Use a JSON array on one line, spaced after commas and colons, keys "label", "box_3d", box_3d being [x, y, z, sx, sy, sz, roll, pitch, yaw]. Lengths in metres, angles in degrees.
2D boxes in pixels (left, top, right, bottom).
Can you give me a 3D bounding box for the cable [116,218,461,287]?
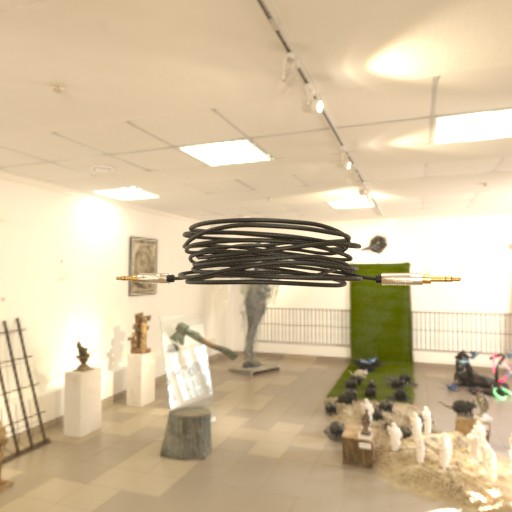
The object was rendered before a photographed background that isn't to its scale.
[{"label": "cable", "box_3d": [0.000, 0.000, 0.502, 0.432, 0.069, 0.198, -1, -3, 19]}]
